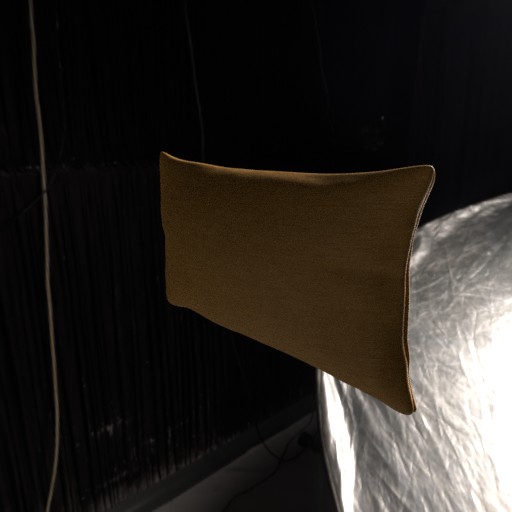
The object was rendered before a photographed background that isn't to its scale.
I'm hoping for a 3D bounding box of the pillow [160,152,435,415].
[{"bbox_3d":[0.000,0.000,0.800,0.210,0.354,0.634,-13,20,-42],"label":"pillow"}]
